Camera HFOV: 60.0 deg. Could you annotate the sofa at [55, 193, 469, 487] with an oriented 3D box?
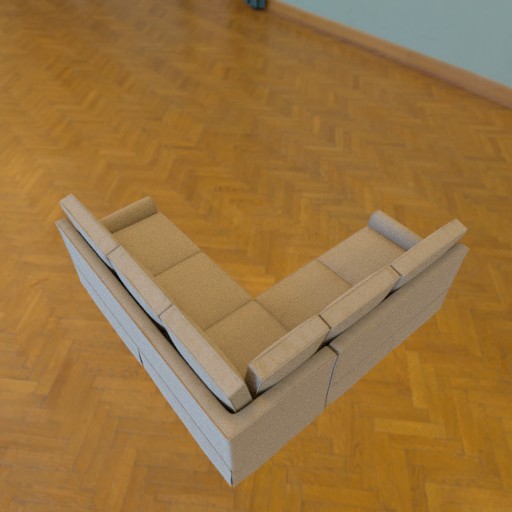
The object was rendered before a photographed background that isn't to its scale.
[{"bbox_3d":[0.000,0.000,4.261,2.730,1.124,2.733,-31,53,-27],"label":"sofa"}]
